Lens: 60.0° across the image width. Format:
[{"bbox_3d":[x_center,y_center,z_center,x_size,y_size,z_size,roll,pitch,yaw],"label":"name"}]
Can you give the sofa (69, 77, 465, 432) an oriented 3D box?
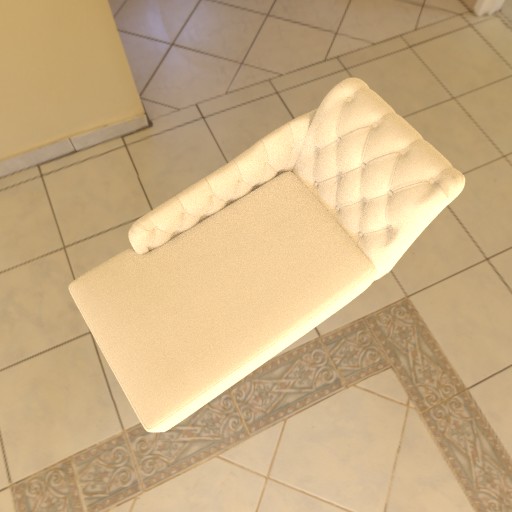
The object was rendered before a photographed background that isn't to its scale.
[{"bbox_3d":[0.000,0.000,1.789,1.379,0.787,0.675,-32,69,-14],"label":"sofa"}]
